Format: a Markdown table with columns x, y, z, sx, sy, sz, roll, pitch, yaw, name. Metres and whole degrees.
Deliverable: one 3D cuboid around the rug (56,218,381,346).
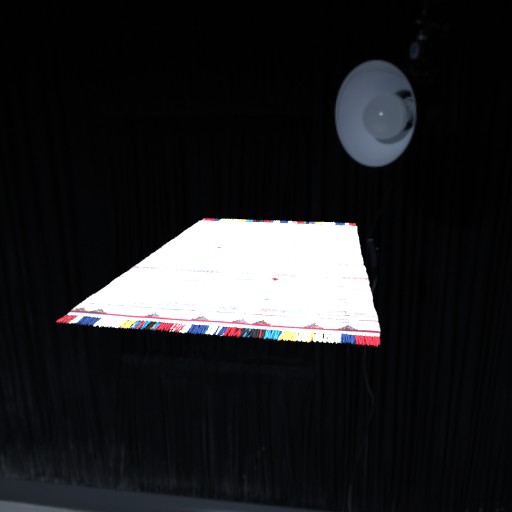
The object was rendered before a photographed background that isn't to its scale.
| x | y | z | sx | sy | sz | roll | pitch | yaw | name |
| --- | --- | --- | --- | --- | --- | --- | --- | --- | --- |
| 0.000 | 0.000 | 3.043 | 1.465 | 0.012 | 2.465 | 3 | 16 | 9 | rug |
